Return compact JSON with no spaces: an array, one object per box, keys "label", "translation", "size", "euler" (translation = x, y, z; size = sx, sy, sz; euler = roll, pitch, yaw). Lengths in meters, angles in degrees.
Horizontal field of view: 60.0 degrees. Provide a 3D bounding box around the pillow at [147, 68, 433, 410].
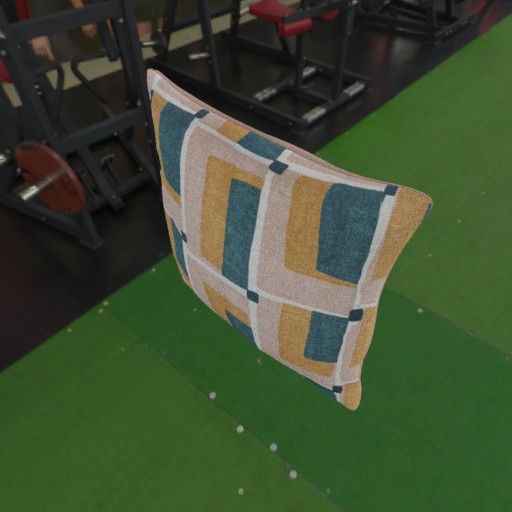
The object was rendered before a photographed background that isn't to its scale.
[{"label":"pillow","translation":[0.000,0.000,0.731],"size":[0.478,0.479,0.158],"euler":[34,54,29]}]
